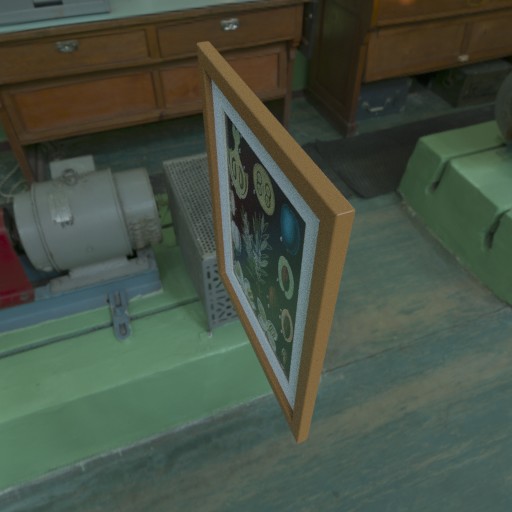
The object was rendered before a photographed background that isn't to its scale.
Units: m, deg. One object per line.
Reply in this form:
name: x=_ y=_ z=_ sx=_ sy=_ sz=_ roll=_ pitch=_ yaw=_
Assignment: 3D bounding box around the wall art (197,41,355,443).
wall art: x=0.000 y=0.000 z=0.758 sx=0.021 sy=0.550 sz=0.449 roll=-16 pitch=48 yaw=-15
